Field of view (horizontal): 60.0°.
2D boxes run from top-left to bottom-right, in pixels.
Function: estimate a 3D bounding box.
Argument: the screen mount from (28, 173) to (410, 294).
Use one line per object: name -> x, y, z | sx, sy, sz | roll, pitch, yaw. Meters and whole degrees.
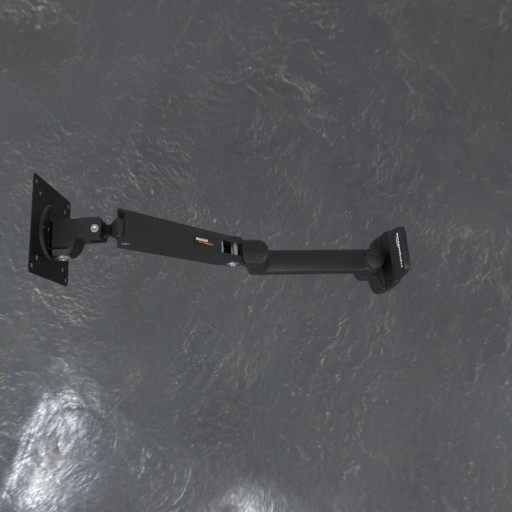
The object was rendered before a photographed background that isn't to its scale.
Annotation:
screen mount -> 0.000, 0.000, 0.715 | 0.495, 0.466, 0.115 | -3, 77, -1
